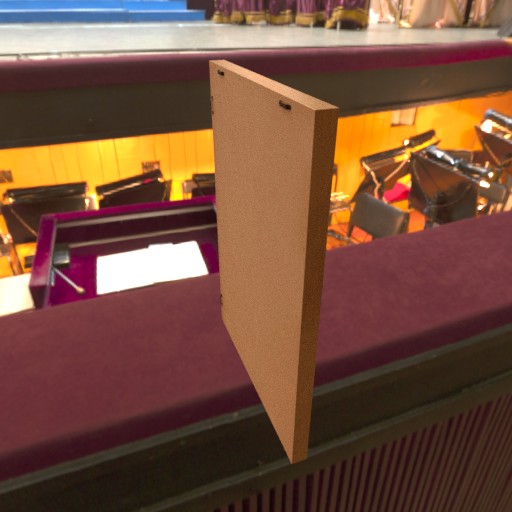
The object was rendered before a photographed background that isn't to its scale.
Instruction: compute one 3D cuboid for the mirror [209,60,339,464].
[{"bbox_3d":[0.000,0.000,0.942,0.039,0.710,0.507,-11,32,-17],"label":"mirror"}]
